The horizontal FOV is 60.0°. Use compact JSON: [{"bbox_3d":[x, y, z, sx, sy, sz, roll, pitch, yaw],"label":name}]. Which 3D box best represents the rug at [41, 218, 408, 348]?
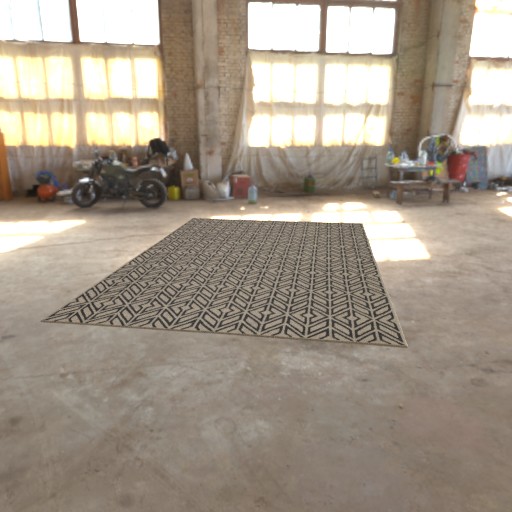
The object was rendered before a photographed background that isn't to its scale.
[{"bbox_3d":[0.000,0.000,2.304,1.220,0.007,1.828,2,16,8],"label":"rug"}]
